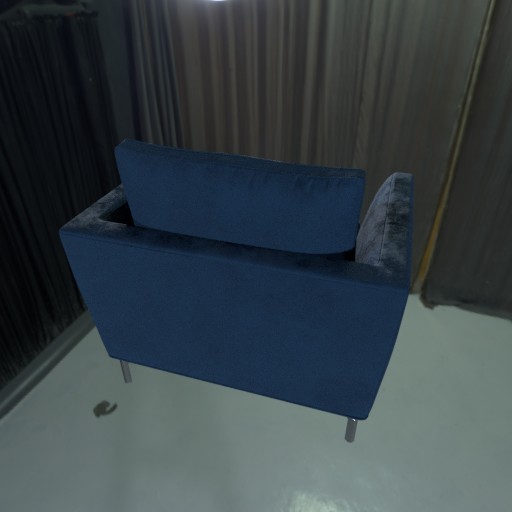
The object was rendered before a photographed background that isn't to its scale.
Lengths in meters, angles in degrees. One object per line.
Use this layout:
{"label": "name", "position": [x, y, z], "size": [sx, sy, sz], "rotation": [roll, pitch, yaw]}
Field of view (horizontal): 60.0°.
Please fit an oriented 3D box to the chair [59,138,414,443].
{"label": "chair", "position": [0.000, 0.000, 1.551], "size": [0.977, 0.893, 0.746], "rotation": [10, 34, 15]}
